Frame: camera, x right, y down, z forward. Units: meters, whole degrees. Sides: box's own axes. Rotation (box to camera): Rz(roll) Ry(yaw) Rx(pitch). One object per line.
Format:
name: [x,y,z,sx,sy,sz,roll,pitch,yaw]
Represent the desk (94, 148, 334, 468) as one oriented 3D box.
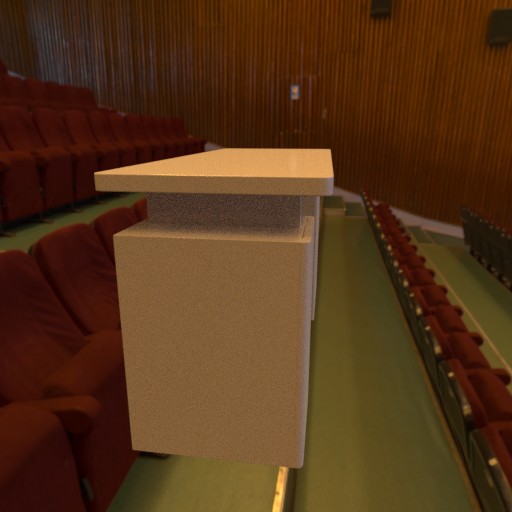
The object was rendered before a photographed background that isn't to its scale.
desk: [0.000,0.000,1.739,0.550,0.762,1.400,2,16,9]
